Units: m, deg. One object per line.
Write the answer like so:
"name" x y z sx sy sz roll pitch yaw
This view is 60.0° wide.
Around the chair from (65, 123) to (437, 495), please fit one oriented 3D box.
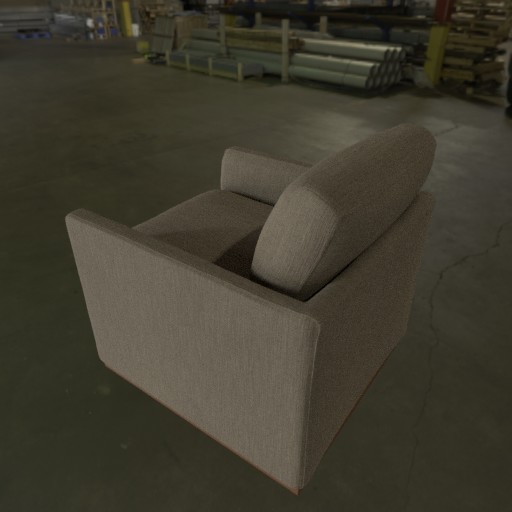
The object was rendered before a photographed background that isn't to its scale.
"chair" 0.000 0.000 1.389 0.834 0.811 0.763 21 37 30
